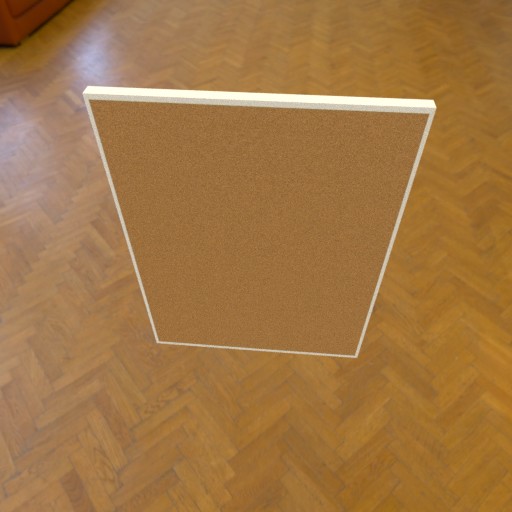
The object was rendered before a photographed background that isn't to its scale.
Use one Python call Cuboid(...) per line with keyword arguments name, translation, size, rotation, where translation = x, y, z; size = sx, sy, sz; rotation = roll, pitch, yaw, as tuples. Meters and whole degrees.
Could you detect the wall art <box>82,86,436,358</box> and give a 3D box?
Cuboid(name="wall art", translation=(0.000, 0.000, 1.384), size=(0.795, 1.050, 0.039), rotation=(4, 47, 3))
